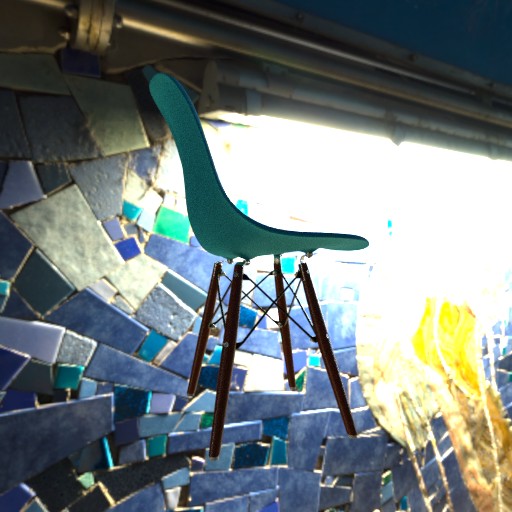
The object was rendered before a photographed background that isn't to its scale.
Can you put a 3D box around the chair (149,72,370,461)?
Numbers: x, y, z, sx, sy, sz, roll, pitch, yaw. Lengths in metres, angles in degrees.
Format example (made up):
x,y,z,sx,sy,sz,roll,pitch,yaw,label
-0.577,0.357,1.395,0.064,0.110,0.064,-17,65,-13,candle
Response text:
x,y,z,sx,sy,sz,roll,pitch,yaw,label
0.000,0.000,1.141,0.533,0.826,0.470,0,0,-17,chair
